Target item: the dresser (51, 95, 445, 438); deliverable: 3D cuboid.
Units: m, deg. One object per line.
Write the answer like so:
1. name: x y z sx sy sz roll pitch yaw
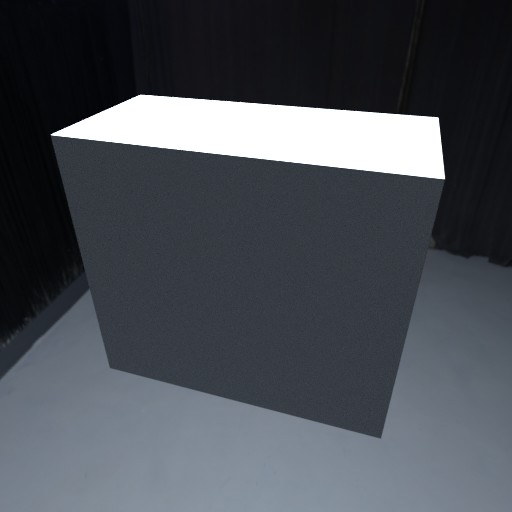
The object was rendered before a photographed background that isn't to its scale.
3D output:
1. dresser: 0.000 0.000 1.253 0.830 0.740 0.420 10 34 15
